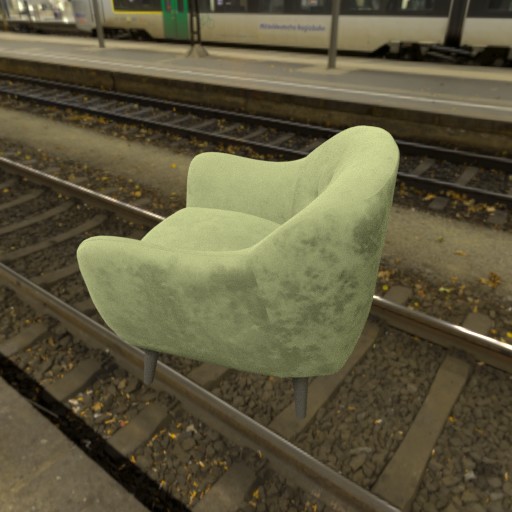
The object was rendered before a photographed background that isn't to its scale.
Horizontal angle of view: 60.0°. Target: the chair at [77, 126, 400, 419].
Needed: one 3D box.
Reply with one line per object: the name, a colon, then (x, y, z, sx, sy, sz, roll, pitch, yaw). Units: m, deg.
chair: (0.000, 0.000, 1.499, 0.819, 0.804, 0.840, 8, 31, 14)
